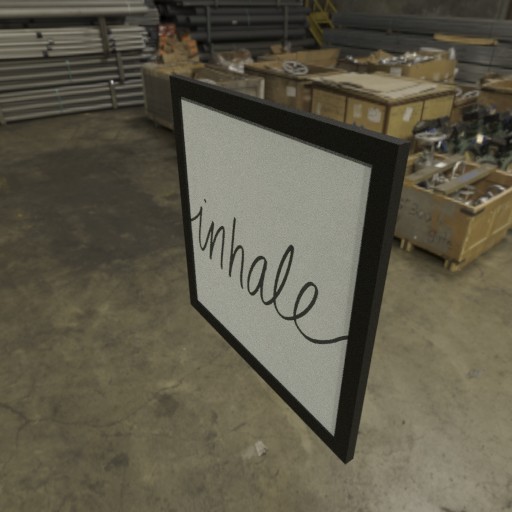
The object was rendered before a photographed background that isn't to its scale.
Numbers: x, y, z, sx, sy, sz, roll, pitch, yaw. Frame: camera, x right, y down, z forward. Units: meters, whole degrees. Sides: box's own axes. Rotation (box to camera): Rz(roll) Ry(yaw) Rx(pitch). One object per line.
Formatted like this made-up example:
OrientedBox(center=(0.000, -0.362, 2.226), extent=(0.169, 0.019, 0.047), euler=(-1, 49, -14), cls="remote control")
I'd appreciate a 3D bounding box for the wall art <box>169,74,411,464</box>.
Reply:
OrientedBox(center=(0.000, 0.000, 0.522), extent=(0.013, 0.356, 0.356), euler=(-20, 36, -30), cls="wall art")
